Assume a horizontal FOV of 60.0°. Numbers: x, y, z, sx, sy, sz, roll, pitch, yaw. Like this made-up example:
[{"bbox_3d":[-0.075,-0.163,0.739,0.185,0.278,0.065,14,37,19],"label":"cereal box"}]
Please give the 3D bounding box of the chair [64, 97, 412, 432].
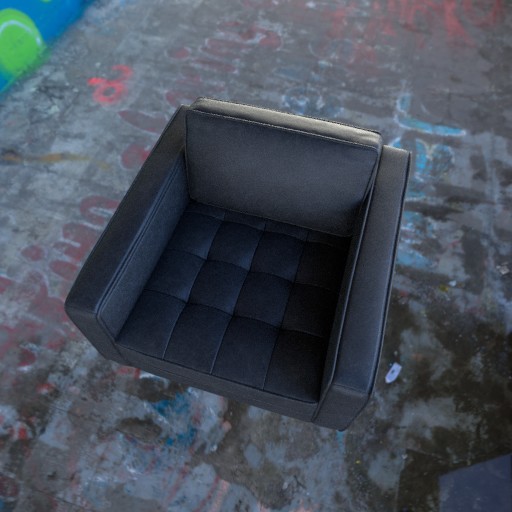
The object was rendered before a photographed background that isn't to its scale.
[{"bbox_3d":[0.000,0.000,1.547,0.889,0.763,0.914,14,59,9],"label":"chair"}]
